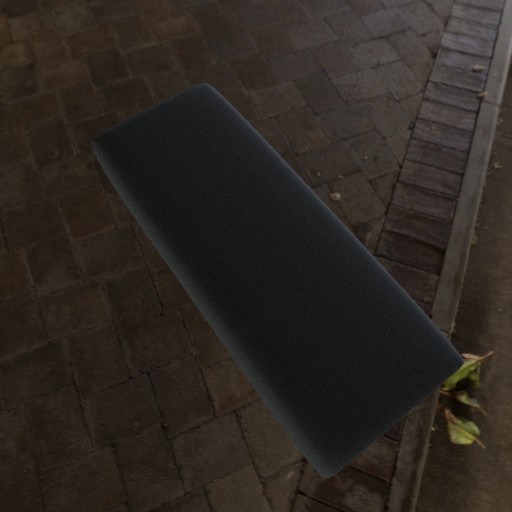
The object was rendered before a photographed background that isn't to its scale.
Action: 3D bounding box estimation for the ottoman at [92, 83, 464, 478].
[{"bbox_3d":[0.000,0.000,1.841,0.646,0.393,1.609,-33,69,-15],"label":"ottoman"}]
